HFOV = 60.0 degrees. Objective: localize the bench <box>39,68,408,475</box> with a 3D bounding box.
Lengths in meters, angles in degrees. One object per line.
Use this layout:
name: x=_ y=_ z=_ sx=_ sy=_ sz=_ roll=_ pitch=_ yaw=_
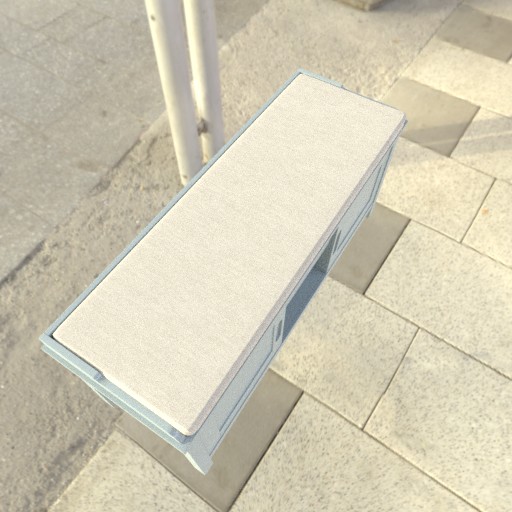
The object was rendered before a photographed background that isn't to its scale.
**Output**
bench: x=0.000 y=0.000 z=1.349 sx=0.398 sy=0.501 sz=1.140 roll=28 pitch=61 yaw=17
